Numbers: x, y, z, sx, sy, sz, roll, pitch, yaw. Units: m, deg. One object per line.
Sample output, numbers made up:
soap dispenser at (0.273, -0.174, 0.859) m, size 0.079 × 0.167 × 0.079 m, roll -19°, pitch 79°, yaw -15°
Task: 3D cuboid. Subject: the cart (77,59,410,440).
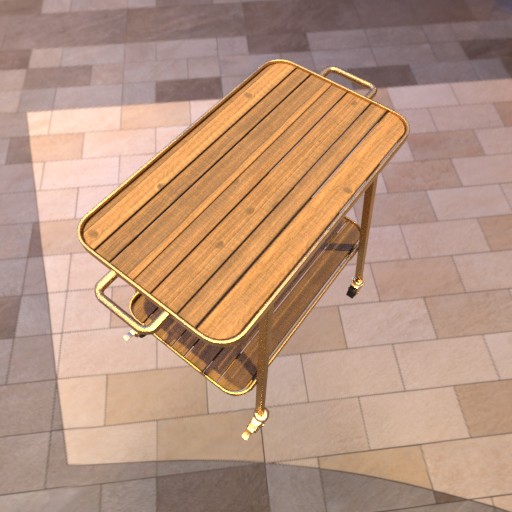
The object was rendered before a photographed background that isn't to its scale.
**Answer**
cart at (0.000, 0.000, 1.238) m, size 0.524 × 0.700 × 0.806 m, roll 34°, pitch 65°, yaw 18°
